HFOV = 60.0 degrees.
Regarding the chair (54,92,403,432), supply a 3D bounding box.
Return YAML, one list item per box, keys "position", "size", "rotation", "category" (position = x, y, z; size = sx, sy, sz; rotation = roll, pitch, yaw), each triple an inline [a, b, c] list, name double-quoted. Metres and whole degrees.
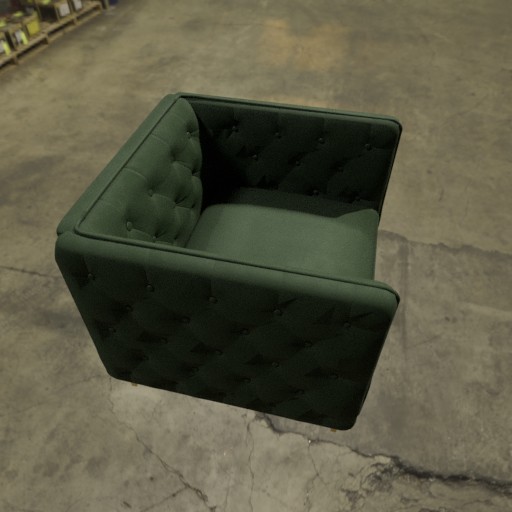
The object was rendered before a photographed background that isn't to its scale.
- position: [0.000, 0.000, 1.560]
  size: [0.855, 0.768, 0.917]
  rotation: [10, 46, 9]
  category: "chair"
